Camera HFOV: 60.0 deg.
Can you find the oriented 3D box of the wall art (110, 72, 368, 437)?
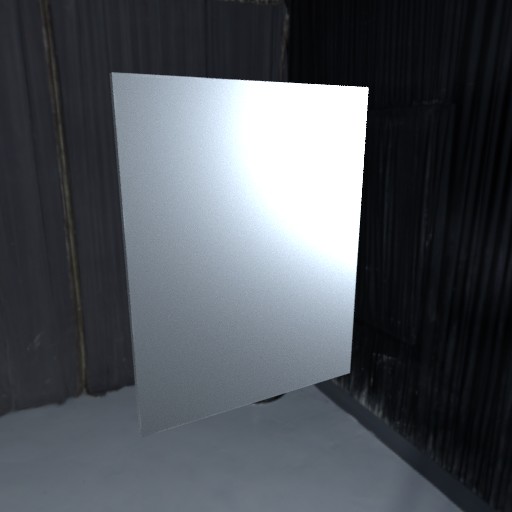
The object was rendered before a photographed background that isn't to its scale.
[{"bbox_3d":[0.000,0.000,1.422,0.816,1.046,0.030,-8,17,-27],"label":"wall art"}]
